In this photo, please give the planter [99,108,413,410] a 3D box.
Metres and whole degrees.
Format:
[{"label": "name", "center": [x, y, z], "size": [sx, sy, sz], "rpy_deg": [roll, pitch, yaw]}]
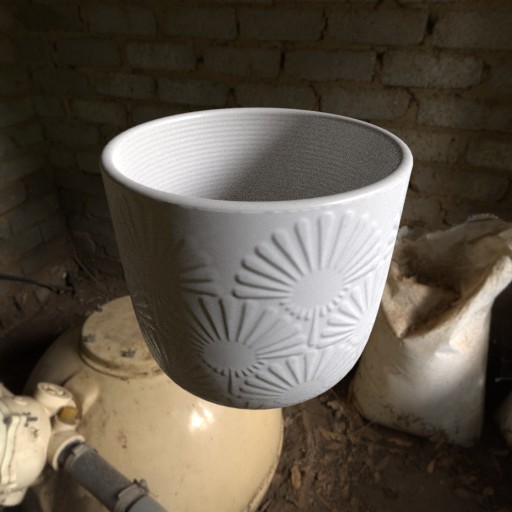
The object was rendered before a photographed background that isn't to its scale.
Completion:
[{"label": "planter", "center": [0.000, 0.000, 0.210], "size": [0.124, 0.109, 0.124], "rpy_deg": [0, 31, 0]}]
